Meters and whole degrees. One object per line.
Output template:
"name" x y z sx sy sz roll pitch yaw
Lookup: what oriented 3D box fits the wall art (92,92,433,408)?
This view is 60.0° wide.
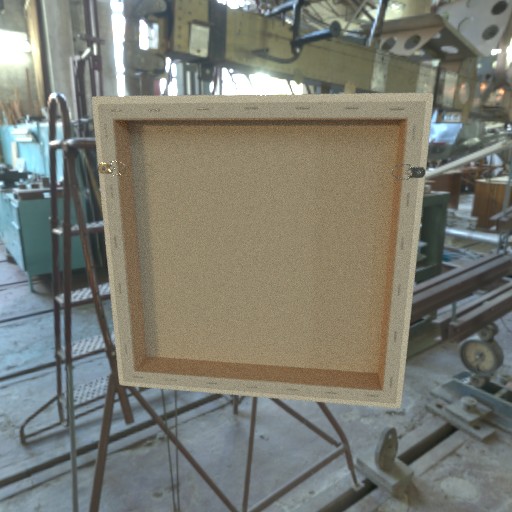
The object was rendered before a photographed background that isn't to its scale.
"wall art" 0.000 0.000 0.445 0.303 0.304 0.036 2 16 8
